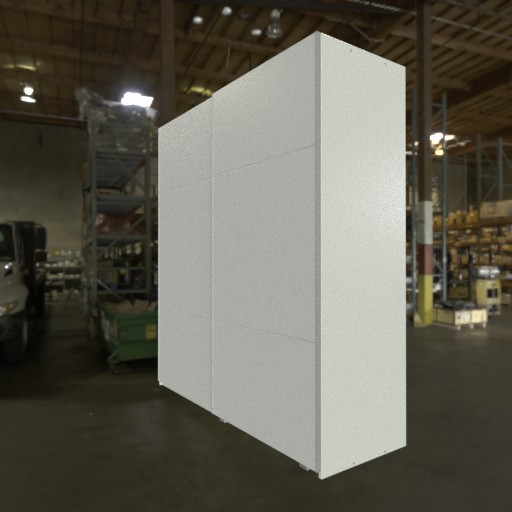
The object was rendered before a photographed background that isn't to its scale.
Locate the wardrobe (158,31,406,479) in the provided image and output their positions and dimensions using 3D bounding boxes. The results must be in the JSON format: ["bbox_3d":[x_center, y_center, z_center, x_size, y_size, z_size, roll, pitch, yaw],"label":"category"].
[{"bbox_3d":[0.000,0.000,2.828,0.629,1.960,1.780,0,0,-36],"label":"wardrobe"}]
